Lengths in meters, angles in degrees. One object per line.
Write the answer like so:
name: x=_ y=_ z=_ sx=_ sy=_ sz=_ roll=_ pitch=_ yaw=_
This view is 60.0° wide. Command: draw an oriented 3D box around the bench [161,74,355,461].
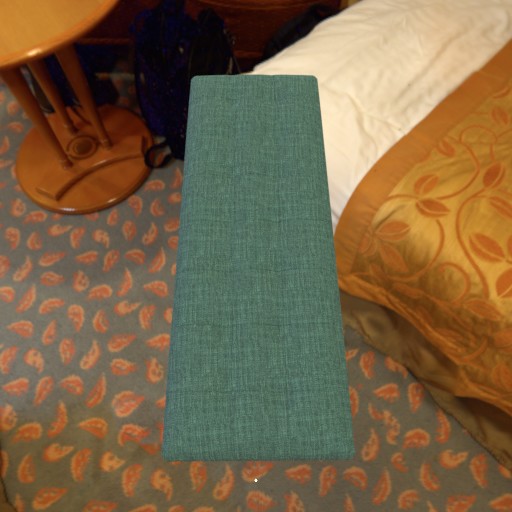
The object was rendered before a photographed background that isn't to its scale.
bench: x=0.000 y=0.000 z=1.320 sx=0.406 sy=0.432 sz=1.118 roll=0 pitch=63 yaw=0
